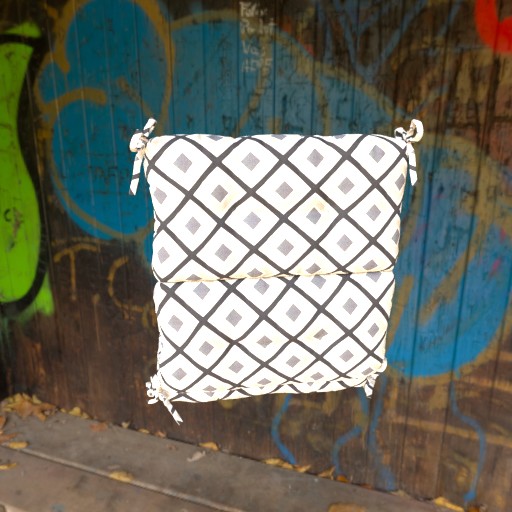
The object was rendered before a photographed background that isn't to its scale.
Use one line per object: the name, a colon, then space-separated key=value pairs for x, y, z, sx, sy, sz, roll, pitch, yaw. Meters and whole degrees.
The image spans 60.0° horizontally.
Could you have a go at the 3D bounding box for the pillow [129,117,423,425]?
pillow: x=0.000 y=0.000 z=1.038 sx=0.519 sy=0.605 sz=0.571 roll=-2 pitch=16 yaw=-9
